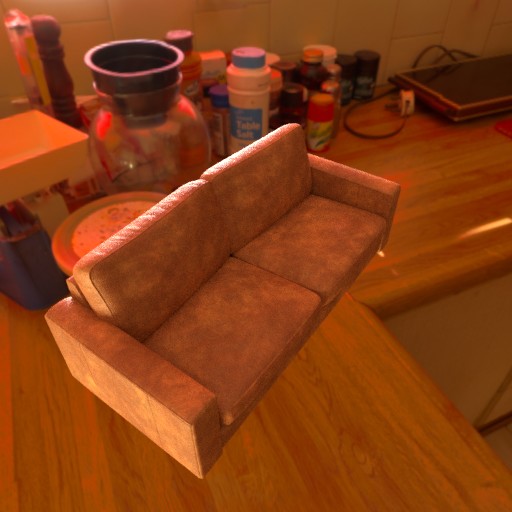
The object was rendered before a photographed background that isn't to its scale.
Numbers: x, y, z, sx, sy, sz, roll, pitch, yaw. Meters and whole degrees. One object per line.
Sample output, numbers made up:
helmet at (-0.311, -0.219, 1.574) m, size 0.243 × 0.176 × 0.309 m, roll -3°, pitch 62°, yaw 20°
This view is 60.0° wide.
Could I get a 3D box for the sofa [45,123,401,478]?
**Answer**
sofa at (0.000, 0.000, 2.697) m, size 1.016 × 0.873 × 2.179 m, roll 26°, pitch 48°, yaw 26°
